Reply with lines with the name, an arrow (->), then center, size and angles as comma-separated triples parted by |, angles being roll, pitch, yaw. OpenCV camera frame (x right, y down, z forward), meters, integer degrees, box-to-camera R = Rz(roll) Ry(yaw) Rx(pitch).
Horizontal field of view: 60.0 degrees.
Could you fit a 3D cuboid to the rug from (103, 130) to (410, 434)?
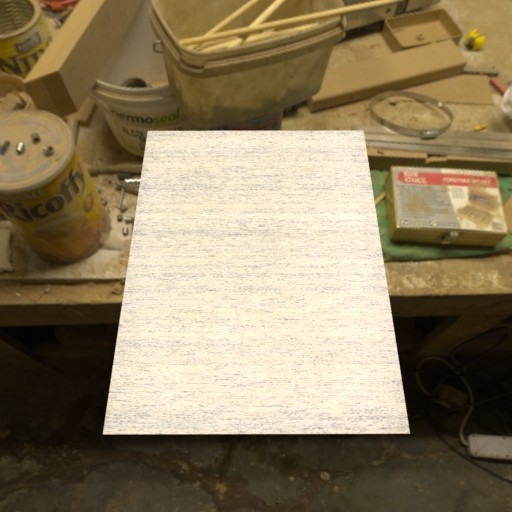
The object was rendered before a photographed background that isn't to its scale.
rug -> 0.000, 0.000, 4.266 | 2.438, 0.006, 3.197 | 0, 62, 0
